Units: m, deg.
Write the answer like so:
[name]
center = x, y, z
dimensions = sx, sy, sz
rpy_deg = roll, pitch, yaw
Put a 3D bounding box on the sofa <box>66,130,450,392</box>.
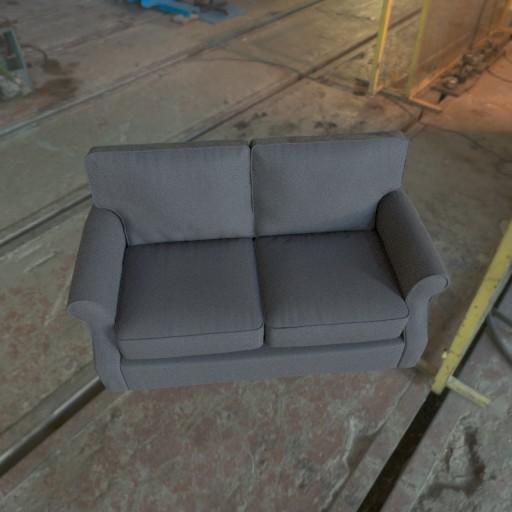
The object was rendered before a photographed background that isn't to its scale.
[sofa]
center = 0.000, 0.000, 2.199
dimensions = 1.665, 0.937, 0.964
rpy_deg = -4, 46, -4
